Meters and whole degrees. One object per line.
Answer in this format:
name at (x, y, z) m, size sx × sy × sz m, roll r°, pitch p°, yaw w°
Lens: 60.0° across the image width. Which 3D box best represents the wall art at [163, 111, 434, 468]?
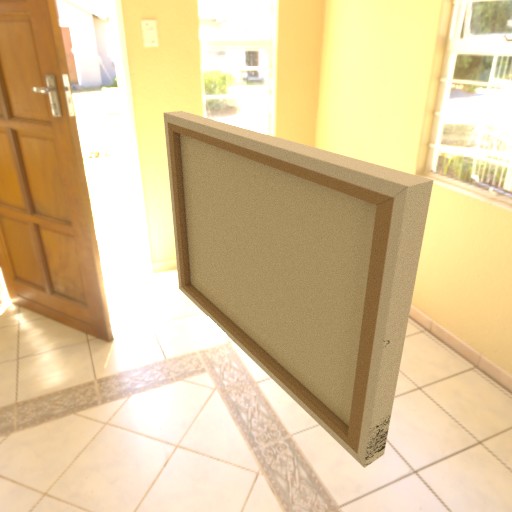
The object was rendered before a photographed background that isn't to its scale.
wall art at (0.000, 0.000, 0.775) m, size 0.042 × 0.414 × 0.608 m, roll -17°, pitch 31°, yaw -30°
